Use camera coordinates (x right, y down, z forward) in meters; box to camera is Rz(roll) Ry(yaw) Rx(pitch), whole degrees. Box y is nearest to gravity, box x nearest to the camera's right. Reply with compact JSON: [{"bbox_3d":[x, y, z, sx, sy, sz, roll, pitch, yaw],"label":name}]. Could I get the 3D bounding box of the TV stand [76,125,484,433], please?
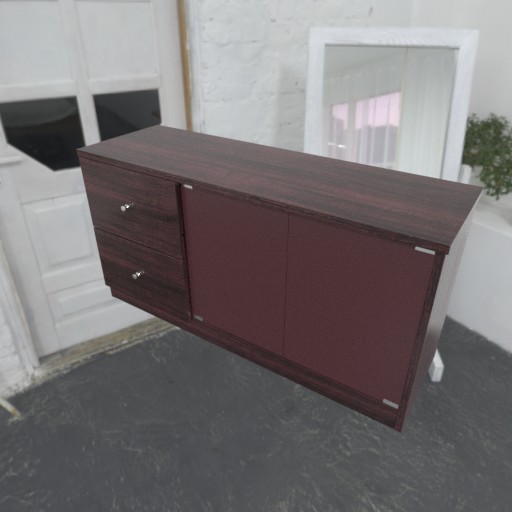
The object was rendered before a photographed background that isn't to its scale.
[{"bbox_3d":[0.000,0.000,1.476,1.192,0.614,0.404,19,35,28],"label":"TV stand"}]
